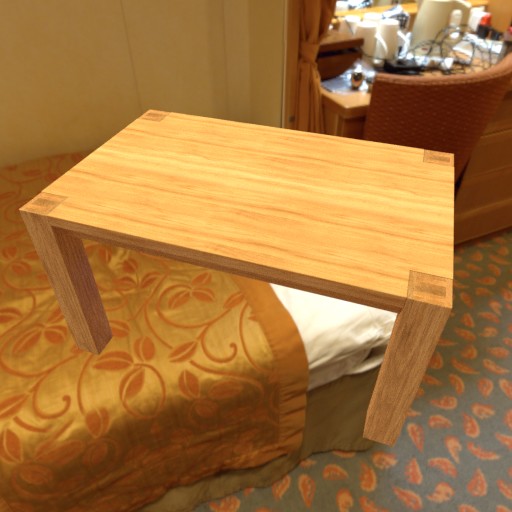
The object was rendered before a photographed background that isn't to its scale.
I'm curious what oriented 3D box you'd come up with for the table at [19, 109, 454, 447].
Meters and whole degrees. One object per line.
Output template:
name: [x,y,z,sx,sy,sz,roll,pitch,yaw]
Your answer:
table: [0.000,0.000,1.903,1.400,0.760,0.900,13,42,14]
